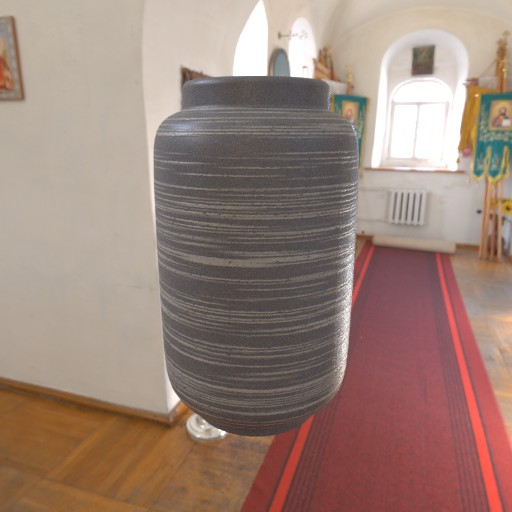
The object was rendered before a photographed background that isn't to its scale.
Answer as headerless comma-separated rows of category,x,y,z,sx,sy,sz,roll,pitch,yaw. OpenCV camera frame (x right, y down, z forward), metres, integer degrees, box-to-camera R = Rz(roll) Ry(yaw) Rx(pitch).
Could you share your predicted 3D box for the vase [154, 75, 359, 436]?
vase,0.000,0.000,0.685,0.297,0.499,0.297,0,16,0
